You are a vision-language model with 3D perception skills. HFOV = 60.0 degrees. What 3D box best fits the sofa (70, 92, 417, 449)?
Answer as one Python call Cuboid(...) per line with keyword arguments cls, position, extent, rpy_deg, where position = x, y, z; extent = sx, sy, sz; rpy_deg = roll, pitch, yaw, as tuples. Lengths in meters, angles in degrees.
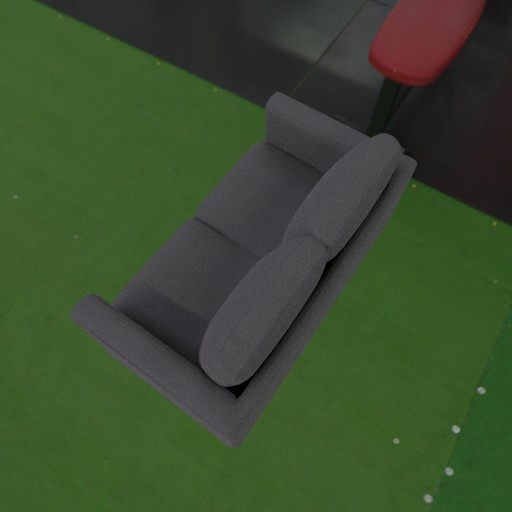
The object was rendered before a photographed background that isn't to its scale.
Cuboid(cls="sofa", position=(0.000, 0.000, 2.040), extent=(0.796, 0.908, 1.430), rpy_deg=(32, 67, 15))
